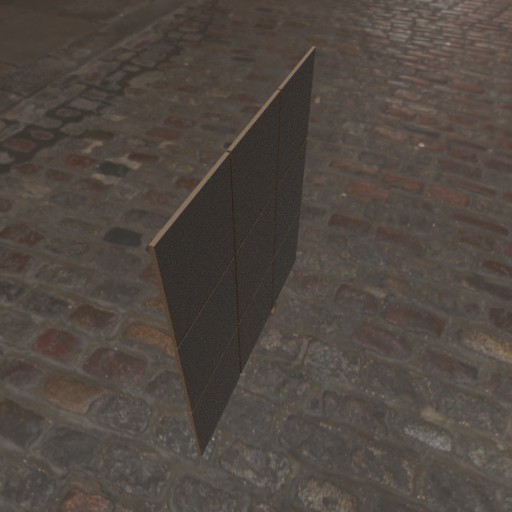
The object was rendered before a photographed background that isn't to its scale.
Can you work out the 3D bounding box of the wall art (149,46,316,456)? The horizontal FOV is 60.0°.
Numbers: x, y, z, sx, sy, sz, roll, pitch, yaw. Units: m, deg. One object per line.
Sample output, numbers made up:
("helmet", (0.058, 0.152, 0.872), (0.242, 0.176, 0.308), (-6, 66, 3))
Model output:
("wall art", (0.000, 0.000, 2.246), (0.017, 1.521, 1.527), (16, 48, 15))
